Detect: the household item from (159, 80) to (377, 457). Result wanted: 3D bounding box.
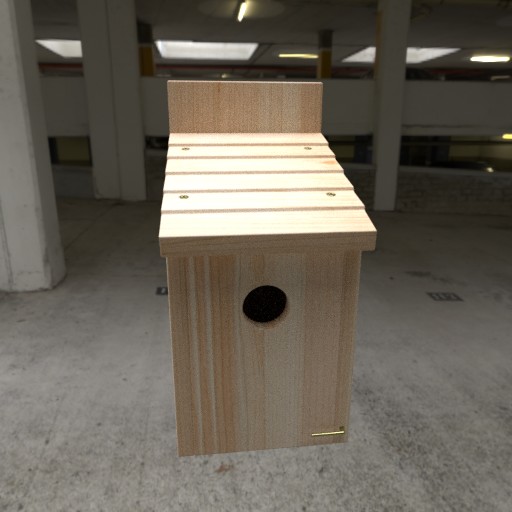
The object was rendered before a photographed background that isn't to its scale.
[{"bbox_3d":[0.000,0.000,0.390,0.149,0.300,0.171,-2,16,-7],"label":"household item"}]
